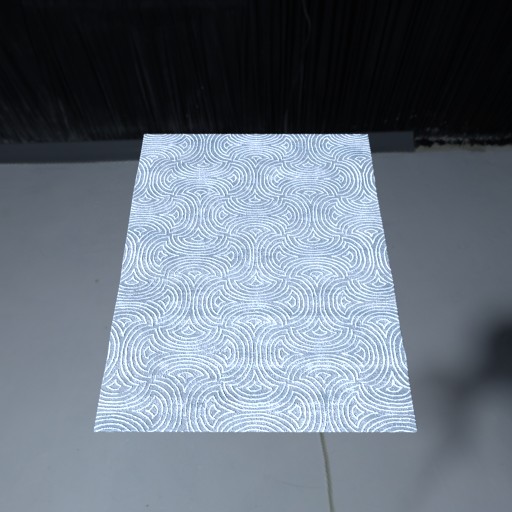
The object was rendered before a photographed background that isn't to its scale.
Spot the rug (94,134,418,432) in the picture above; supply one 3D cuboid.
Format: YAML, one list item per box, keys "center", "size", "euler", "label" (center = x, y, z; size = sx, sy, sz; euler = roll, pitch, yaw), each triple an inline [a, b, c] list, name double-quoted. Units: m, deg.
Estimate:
- center: [0.000, 0.000, 4.084]
  size: [2.456, 0.021, 3.042]
  euler: [0, 61, 0]
  label: "rug"
